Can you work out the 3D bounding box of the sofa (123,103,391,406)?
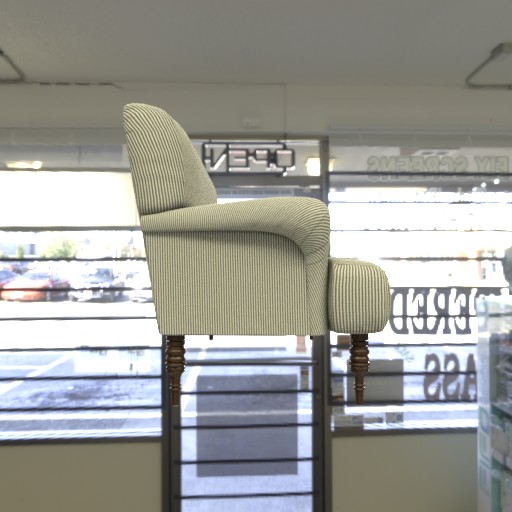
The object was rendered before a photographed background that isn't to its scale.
[{"bbox_3d":[0.000,0.000,1.844,0.779,0.889,1.297,0,-1,0],"label":"sofa"}]
